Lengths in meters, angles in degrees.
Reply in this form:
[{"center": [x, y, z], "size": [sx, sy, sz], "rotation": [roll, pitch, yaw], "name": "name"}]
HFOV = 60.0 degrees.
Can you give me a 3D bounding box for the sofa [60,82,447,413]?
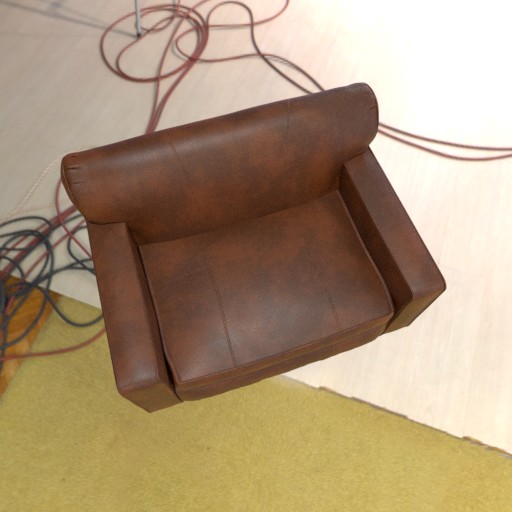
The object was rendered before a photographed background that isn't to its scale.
[{"center": [0.000, 0.000, 2.062], "size": [1.413, 0.956, 1.000], "rotation": [-17, 65, -8], "name": "sofa"}]
